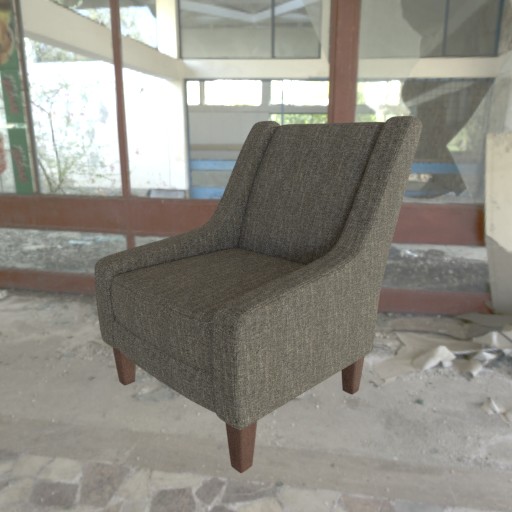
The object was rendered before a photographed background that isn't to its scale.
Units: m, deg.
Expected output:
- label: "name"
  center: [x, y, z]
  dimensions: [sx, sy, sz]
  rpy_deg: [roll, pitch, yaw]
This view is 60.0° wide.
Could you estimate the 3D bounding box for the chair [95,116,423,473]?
- label: "chair"
  center: [0.000, 0.000, 1.669]
  dimensions: [0.793, 1.012, 0.944]
  rpy_deg: [14, 21, 43]
